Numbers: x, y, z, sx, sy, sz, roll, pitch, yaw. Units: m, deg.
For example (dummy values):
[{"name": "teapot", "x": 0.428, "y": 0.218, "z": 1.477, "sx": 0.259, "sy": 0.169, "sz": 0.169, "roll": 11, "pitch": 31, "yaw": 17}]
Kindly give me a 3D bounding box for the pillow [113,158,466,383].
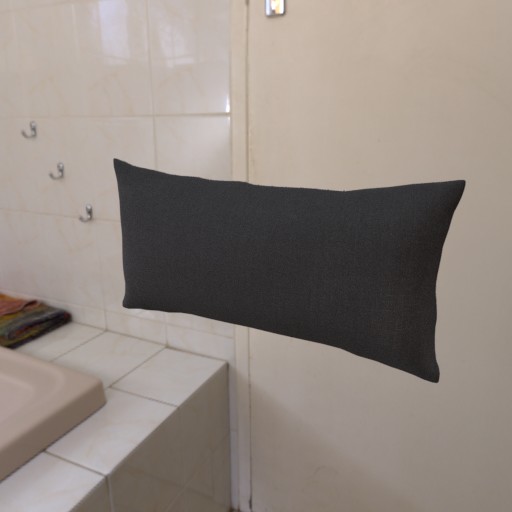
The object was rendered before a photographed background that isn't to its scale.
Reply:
[{"name": "pillow", "x": 0.000, "y": 0.000, "z": 0.743, "sx": 0.609, "sy": 0.305, "sz": 0.151, "roll": 8, "pitch": 18, "yaw": 26}]
